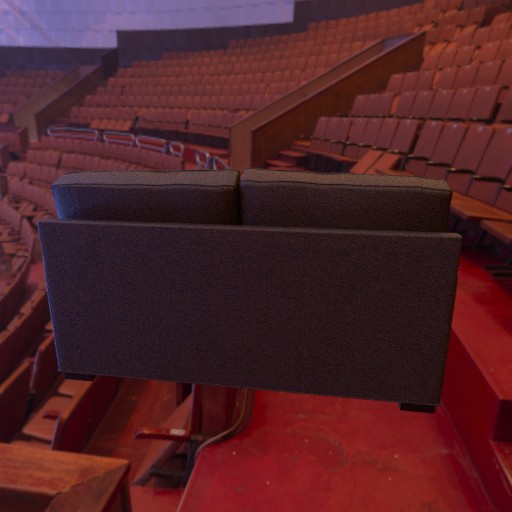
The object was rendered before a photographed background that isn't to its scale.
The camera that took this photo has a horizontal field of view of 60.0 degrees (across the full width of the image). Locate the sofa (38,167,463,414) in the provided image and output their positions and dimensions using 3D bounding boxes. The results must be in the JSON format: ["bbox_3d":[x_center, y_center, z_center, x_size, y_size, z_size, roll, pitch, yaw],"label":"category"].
[{"bbox_3d":[0.000,0.000,2.083,1.534,0.887,0.974,3,18,8],"label":"sofa"}]
